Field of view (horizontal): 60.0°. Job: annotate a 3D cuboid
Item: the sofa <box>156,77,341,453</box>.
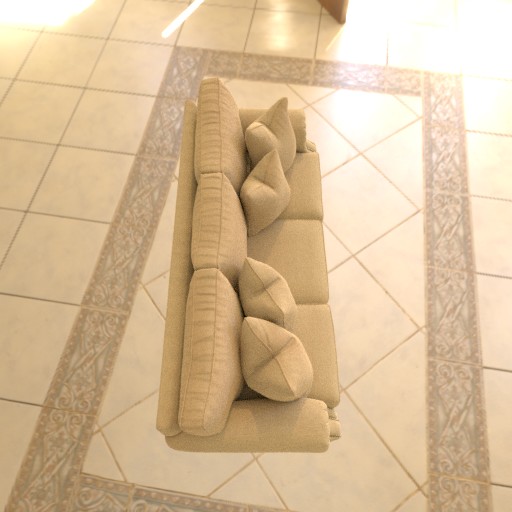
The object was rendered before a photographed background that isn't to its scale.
[{"bbox_3d":[0.000,0.000,2.829,0.965,0.975,2.312,0,63,0],"label":"sofa"}]
